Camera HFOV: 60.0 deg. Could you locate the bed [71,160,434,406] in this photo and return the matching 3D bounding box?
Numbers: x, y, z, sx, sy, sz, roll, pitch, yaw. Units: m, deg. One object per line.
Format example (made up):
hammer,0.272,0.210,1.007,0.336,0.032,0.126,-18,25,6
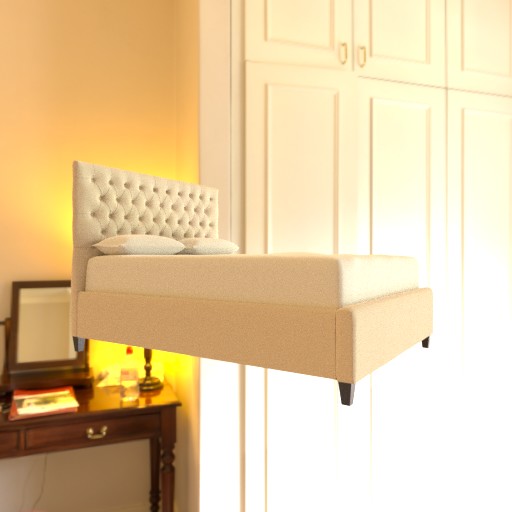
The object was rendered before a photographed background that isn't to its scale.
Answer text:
bed,0.000,0.000,3.388,2.233,1.426,1.696,0,0,34
